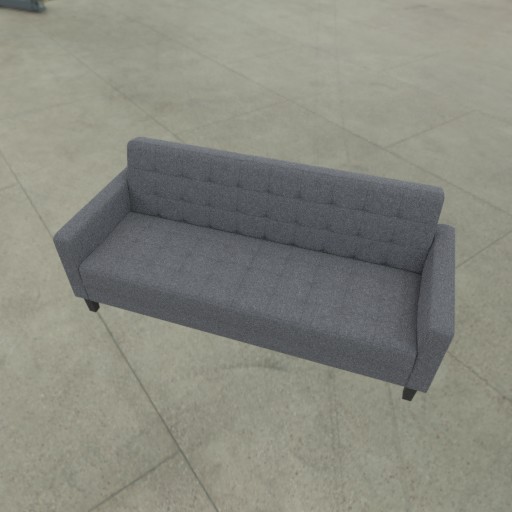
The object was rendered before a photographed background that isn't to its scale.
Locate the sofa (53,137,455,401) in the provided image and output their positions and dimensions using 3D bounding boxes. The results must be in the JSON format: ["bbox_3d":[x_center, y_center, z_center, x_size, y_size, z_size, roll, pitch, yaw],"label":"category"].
[{"bbox_3d":[0.000,0.000,2.479,2.040,0.850,0.810,13,43,14],"label":"sofa"}]
